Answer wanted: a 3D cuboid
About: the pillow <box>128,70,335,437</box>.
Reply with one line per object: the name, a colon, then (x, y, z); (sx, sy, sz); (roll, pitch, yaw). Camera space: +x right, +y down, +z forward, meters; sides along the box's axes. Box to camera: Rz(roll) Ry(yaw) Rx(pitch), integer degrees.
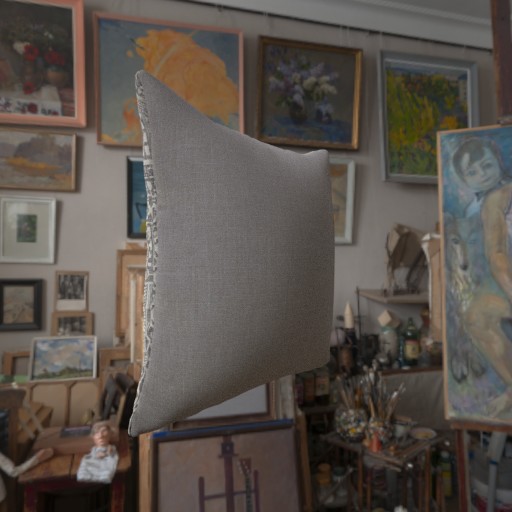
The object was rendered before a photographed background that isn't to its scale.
pillow: (0.000, 0.000, 0.788); (0.180, 0.487, 0.546); (0, -1, 36)
